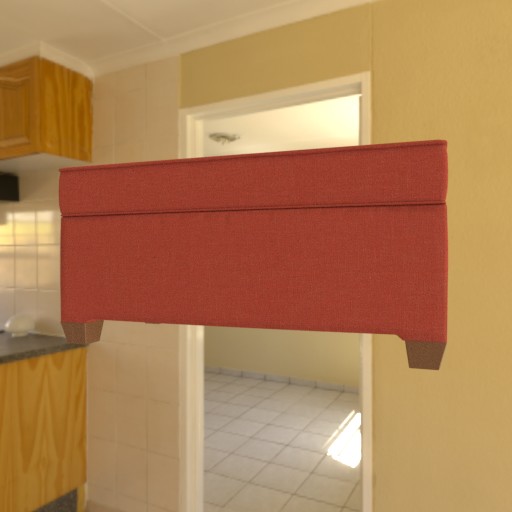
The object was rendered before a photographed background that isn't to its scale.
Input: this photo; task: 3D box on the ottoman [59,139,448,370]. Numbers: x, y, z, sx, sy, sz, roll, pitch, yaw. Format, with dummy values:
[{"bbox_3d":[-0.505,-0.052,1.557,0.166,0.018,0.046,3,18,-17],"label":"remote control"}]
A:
[{"bbox_3d":[0.000,0.000,1.212,0.948,0.454,0.497,0,0,18],"label":"ottoman"}]
